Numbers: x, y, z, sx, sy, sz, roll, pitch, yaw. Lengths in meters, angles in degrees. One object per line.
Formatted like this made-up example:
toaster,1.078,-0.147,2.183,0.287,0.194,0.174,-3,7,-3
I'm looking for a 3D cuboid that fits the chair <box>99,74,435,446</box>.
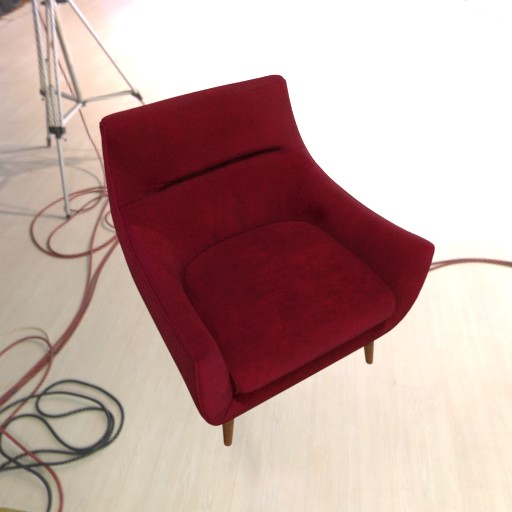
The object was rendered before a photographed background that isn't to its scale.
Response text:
chair,0.000,0.000,1.440,0.762,0.838,0.787,-22,49,-21
